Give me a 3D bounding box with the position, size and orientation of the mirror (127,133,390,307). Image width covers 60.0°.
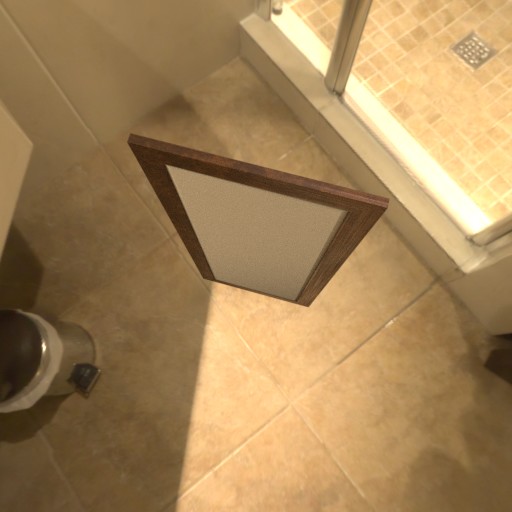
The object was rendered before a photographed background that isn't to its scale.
[{"bbox_3d":[0.000,0.000,2.318,0.812,2.031,0.032,15,76,4],"label":"mirror"}]
